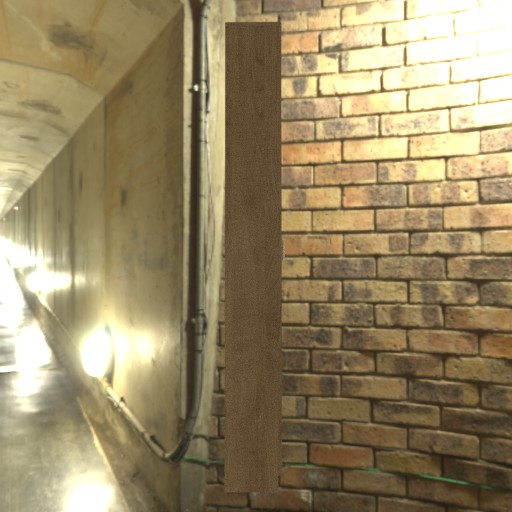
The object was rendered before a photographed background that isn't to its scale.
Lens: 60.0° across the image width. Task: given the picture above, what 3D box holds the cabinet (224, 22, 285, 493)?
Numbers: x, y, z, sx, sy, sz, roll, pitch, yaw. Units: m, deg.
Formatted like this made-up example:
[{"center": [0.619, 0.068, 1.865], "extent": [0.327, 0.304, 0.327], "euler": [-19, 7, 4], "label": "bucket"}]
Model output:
[{"center": [0.000, 0.000, 1.936], "extent": [0.230, 1.790, 0.500], "euler": [0, -1, 1], "label": "cabinet"}]
